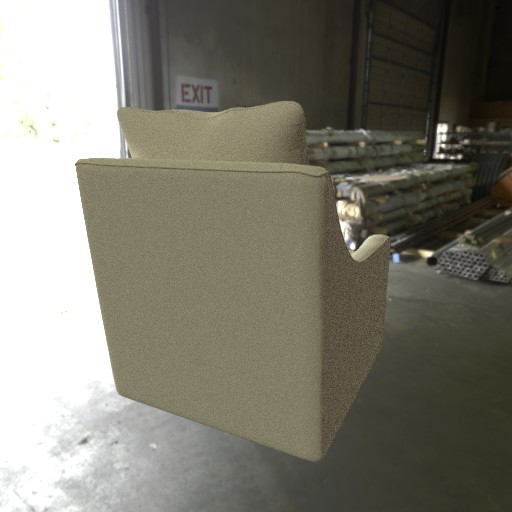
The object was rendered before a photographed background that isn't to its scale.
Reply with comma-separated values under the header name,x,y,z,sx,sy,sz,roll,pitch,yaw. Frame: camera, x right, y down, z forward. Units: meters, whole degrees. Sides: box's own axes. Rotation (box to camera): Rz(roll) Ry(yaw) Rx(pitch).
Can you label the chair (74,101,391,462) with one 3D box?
name,x,y,z,sx,sy,sz,roll,pitch,yaw
chair,0.000,0.000,1.540,0.756,0.965,0.876,8,17,26
